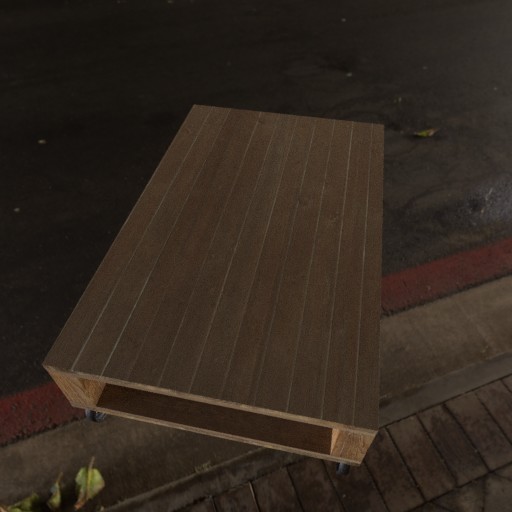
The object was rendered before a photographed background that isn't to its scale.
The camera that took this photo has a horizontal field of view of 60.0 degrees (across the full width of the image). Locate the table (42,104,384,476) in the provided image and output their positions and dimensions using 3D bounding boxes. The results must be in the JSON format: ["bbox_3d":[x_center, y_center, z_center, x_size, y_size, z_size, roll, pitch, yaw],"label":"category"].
[{"bbox_3d":[0.000,0.000,1.633,0.827,0.413,1.299,9,48,8],"label":"table"}]
